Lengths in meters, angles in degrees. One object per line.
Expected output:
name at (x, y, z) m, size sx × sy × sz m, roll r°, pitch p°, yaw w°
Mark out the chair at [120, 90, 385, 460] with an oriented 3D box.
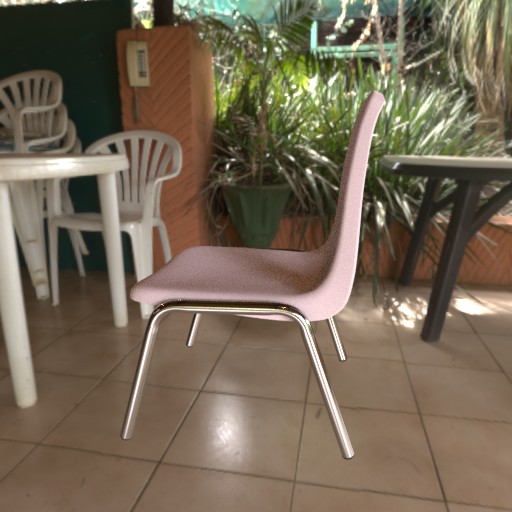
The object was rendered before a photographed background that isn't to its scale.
chair at (0.000, 0.000, 0.777) m, size 0.385 × 0.536 × 0.354 m, roll 2°, pitch 15°, yaw 9°
